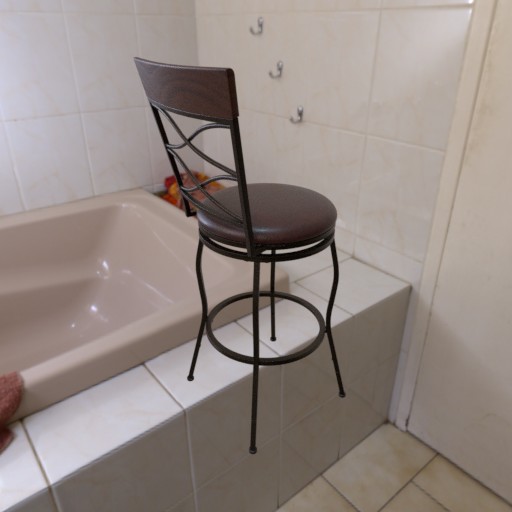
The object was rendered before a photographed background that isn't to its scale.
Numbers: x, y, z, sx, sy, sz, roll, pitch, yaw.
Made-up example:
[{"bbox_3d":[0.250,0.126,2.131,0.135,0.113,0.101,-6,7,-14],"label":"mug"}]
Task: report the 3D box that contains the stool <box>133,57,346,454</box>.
[{"bbox_3d":[0.000,0.000,1.384,0.513,1.130,0.448,-19,33,-32],"label":"stool"}]
